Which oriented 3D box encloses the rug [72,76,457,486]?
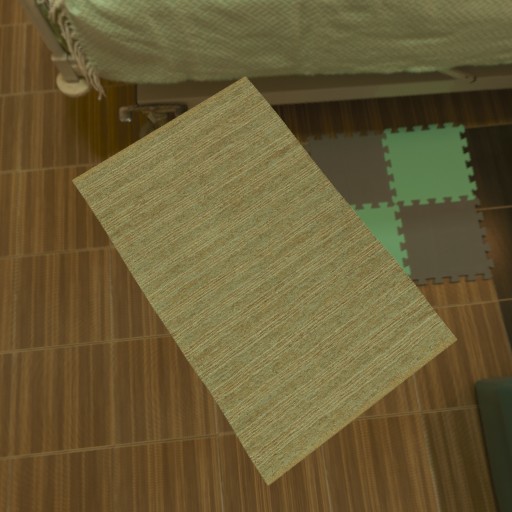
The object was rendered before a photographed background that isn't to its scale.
[{"bbox_3d":[0.000,0.000,3.055,1.540,0.012,2.448,-34,78,-9],"label":"rug"}]
